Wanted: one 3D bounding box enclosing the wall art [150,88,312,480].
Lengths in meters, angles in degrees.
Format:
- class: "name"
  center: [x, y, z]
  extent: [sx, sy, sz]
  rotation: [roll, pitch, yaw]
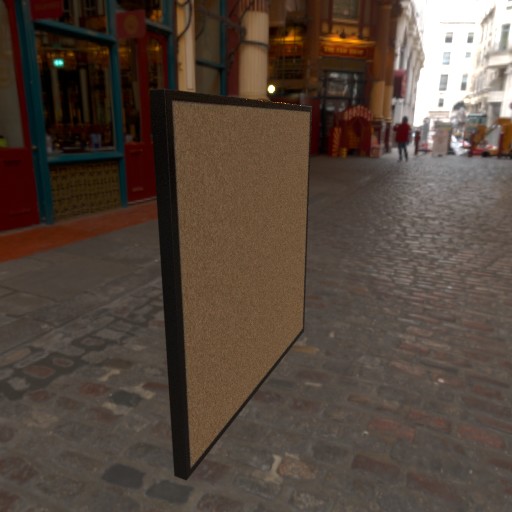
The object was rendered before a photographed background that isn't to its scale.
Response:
- class: "wall art"
  center: [0.000, 0.000, 0.526]
  extent: [0.014, 0.349, 0.349]
  rotation: [7, 18, 23]
